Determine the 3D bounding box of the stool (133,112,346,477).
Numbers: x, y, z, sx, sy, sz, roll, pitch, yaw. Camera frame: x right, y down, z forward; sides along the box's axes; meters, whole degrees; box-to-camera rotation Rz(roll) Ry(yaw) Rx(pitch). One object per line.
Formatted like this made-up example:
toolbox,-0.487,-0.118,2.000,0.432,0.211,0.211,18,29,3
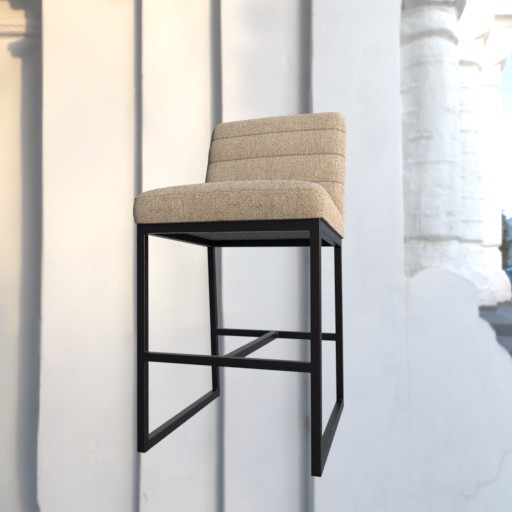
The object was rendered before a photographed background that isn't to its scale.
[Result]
stool,0.000,0.000,1.244,0.460,0.940,0.560,0,-1,17
